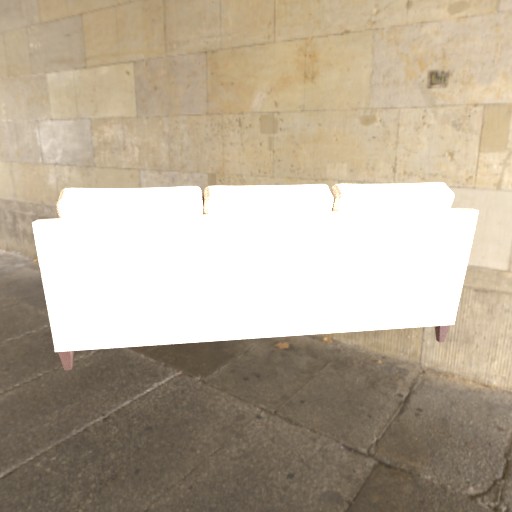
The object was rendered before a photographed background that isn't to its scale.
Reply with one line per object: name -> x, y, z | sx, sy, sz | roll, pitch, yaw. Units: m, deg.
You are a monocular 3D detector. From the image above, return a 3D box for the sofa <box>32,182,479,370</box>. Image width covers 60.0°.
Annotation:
sofa -> 0.000, 0.000, 2.738 | 2.210, 0.940, 1.041 | -2, 15, -9
